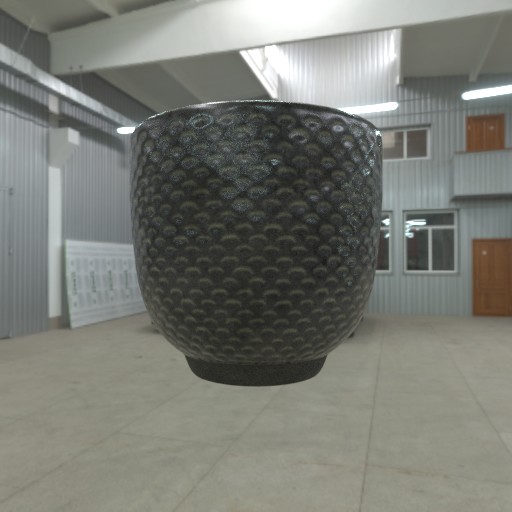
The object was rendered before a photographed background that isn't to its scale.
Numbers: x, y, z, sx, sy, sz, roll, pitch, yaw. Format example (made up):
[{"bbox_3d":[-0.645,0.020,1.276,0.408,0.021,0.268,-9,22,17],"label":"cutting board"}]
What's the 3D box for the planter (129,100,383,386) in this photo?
[{"bbox_3d":[0.000,0.000,0.312,0.172,0.160,0.172,0,-1,0],"label":"planter"}]
